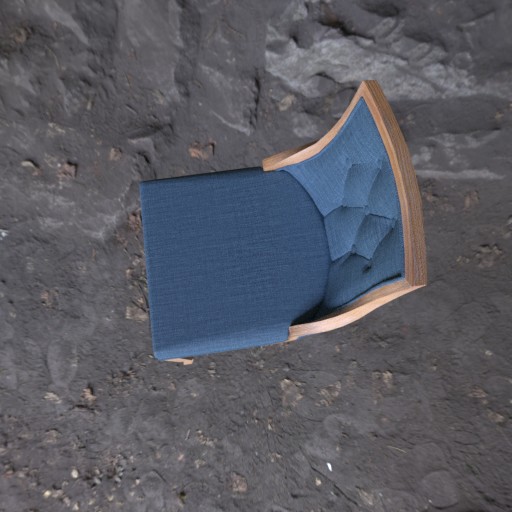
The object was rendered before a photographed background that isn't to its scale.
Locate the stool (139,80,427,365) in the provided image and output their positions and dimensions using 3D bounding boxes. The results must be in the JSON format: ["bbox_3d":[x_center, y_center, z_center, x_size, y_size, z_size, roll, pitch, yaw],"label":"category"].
[{"bbox_3d":[0.000,0.000,1.299,0.626,0.938,0.524,-8,76,-2],"label":"stool"}]
